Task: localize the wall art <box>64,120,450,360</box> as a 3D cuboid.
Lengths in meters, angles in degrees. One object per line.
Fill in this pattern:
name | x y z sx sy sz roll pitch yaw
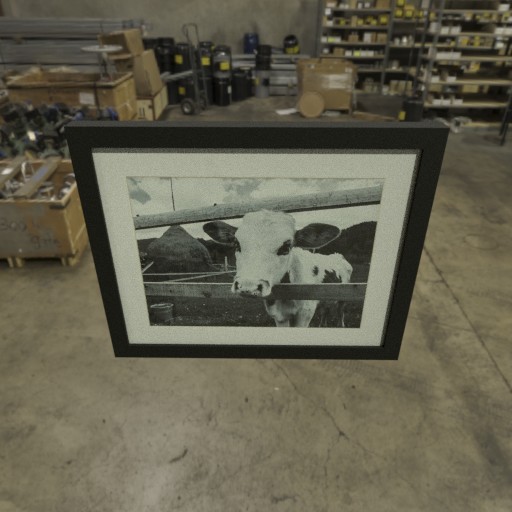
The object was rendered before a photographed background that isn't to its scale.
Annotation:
wall art | 0.000 0.000 0.558 0.404 0.329 0.024 0 31 1
